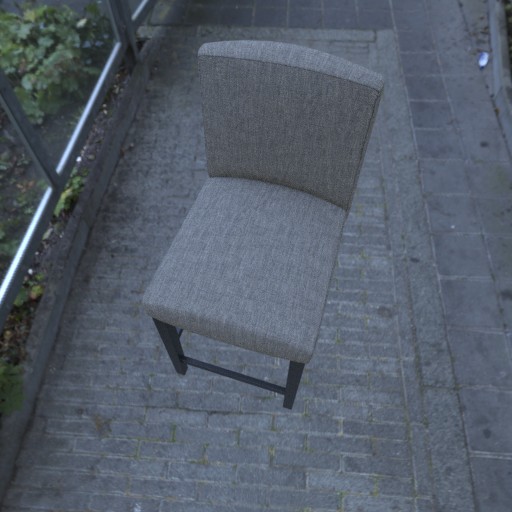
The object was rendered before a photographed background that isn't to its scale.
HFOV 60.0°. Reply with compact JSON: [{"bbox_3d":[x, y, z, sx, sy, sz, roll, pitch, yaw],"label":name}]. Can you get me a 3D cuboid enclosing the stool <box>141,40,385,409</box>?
[{"bbox_3d":[0.000,0.000,1.261,0.451,0.966,0.552,15,58,10],"label":"stool"}]
